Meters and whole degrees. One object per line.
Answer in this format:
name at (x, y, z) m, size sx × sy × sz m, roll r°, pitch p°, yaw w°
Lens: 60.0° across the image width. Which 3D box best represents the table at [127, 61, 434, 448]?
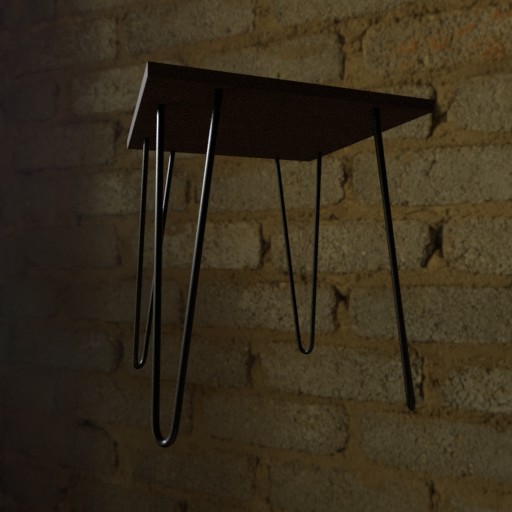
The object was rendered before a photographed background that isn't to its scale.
table at (0.000, 0.000, 0.941) m, size 0.495 × 0.559 × 0.495 m, roll 0°, pitch 1°, yaw -19°
